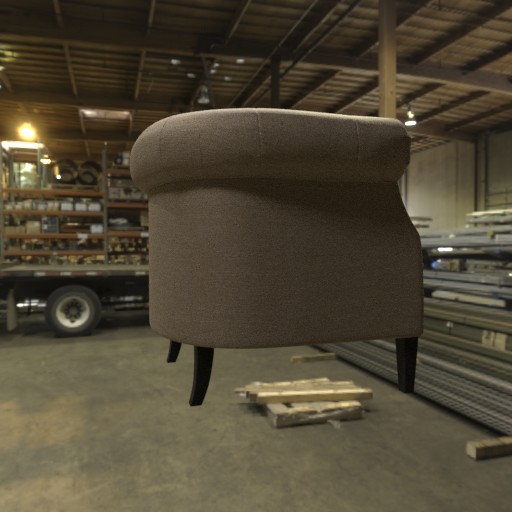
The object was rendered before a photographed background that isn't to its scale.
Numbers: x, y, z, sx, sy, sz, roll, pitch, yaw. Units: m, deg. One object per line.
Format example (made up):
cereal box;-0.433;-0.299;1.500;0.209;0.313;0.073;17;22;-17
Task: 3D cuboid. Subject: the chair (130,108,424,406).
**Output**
chair;0.000;0.000;1.565;0.852;0.827;0.905;-1;2;-19
